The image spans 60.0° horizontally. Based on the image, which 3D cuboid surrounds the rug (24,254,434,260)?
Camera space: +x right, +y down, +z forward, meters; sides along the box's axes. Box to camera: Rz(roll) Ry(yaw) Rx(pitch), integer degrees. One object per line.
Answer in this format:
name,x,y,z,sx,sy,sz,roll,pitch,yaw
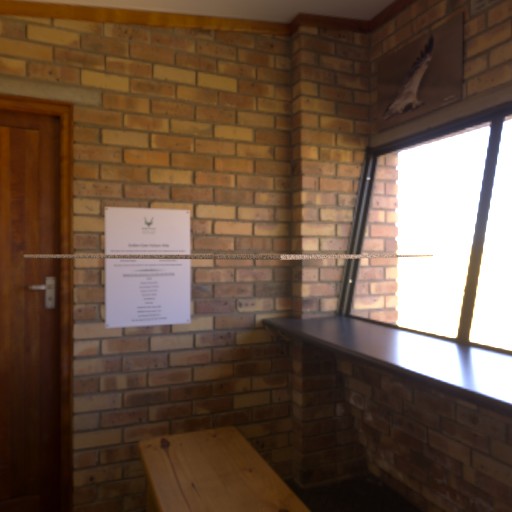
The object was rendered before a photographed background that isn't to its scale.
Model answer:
rug,0.000,0.000,4.053,2.400,0.025,3.000,0,0,35
